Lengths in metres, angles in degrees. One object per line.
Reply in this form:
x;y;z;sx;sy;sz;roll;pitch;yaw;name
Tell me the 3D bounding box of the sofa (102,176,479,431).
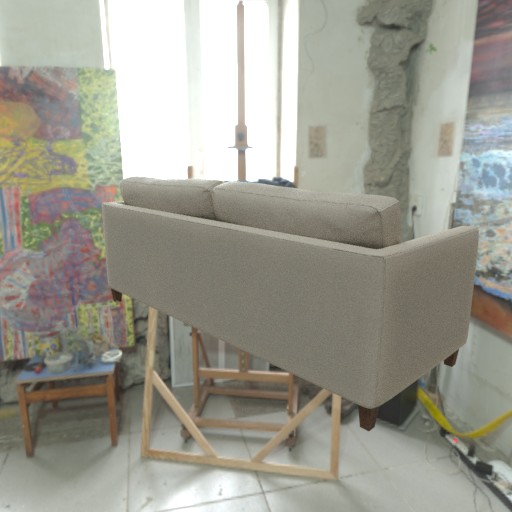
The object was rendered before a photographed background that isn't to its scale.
0.000;0.000;2.811;0.951;0.968;2.361;-13;18;-42;sofa
